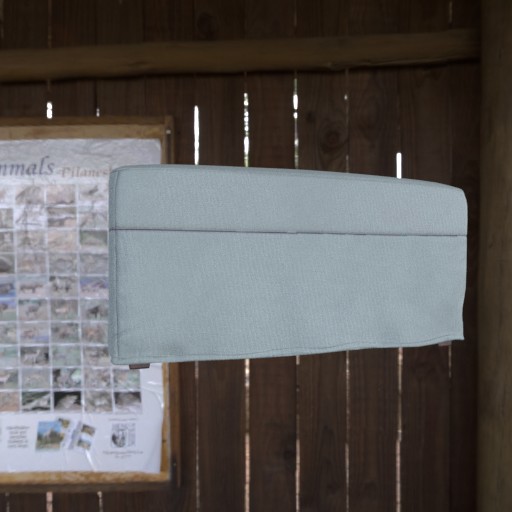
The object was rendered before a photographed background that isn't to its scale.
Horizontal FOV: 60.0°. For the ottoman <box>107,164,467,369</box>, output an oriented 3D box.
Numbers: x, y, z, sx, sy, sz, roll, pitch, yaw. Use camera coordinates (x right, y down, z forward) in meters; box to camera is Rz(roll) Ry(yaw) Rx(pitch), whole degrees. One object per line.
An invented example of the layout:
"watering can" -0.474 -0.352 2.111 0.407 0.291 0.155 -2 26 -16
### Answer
"ottoman" 0.000 0.000 1.327 0.842 0.441 0.843 0 0 -18
